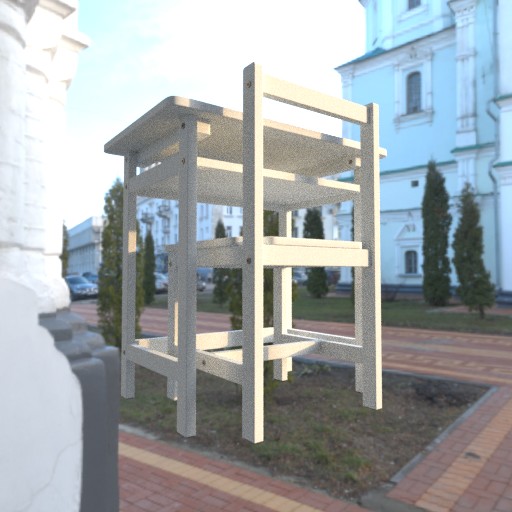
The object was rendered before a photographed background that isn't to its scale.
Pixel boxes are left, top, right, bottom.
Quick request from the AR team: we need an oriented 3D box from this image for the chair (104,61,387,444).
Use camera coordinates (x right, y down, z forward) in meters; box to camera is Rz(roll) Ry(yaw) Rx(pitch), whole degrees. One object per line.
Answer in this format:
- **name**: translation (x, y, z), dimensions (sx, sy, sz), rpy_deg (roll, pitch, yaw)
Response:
- **chair**: translation (0.000, 0.000, 1.062), dimensions (0.599, 0.673, 0.461), rpy_deg (2, -3, -36)
